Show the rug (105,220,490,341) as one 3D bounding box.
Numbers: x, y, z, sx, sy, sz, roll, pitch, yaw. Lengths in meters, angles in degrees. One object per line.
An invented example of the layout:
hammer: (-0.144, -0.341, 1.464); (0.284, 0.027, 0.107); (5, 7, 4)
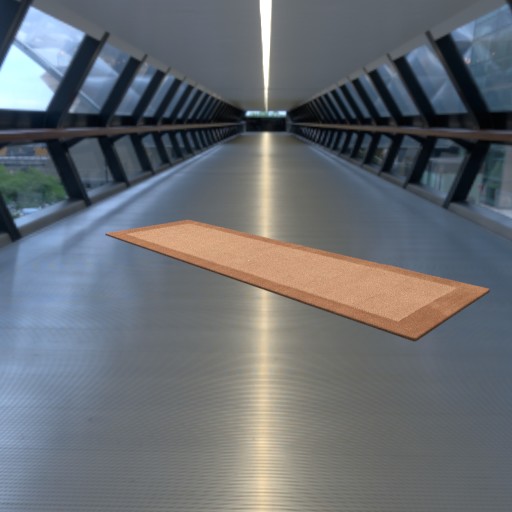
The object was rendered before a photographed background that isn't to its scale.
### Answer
rug: (0.000, 0.000, 2.710); (0.764, 0.017, 2.439); (-15, 21, -42)
